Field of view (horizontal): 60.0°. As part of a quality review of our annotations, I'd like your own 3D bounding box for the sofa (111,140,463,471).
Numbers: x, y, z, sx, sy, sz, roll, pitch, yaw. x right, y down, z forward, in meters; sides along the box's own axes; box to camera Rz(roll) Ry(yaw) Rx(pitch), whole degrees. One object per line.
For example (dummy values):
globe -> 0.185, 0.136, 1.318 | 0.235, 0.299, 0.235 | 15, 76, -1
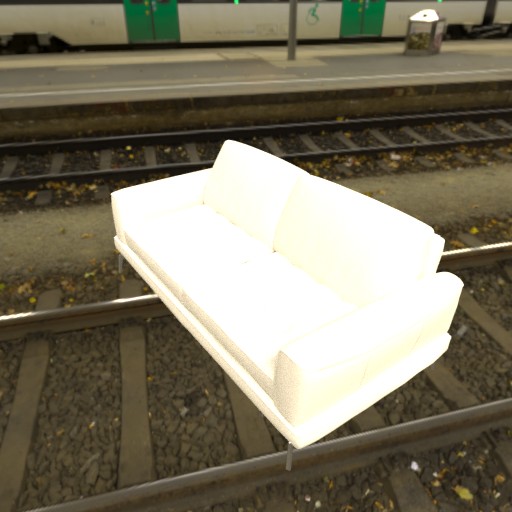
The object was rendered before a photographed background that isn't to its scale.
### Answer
sofa -> 0.000, 0.000, 2.738 | 1.121, 0.930, 2.177 | -20, 37, -30
